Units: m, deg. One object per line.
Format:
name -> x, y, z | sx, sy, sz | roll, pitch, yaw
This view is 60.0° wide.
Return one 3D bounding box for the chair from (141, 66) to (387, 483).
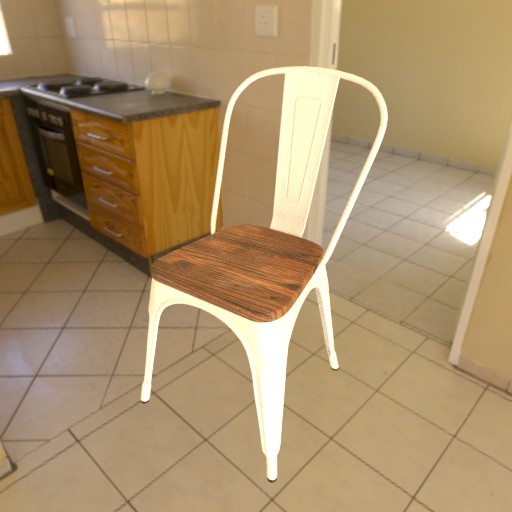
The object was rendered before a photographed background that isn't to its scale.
chair -> 0.000, 0.000, 1.134 | 0.452, 0.851, 0.521 | 18, 34, 29
